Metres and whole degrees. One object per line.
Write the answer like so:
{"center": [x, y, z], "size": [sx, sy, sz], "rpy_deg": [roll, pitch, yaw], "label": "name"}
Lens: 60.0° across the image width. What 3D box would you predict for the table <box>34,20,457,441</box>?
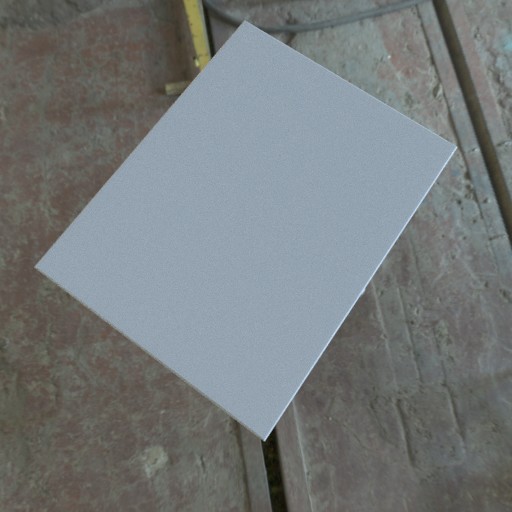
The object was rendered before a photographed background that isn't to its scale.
{"center": [0.000, 0.000, 1.026], "size": [0.451, 0.646, 0.564], "rpy_deg": [34, 78, 8], "label": "table"}
